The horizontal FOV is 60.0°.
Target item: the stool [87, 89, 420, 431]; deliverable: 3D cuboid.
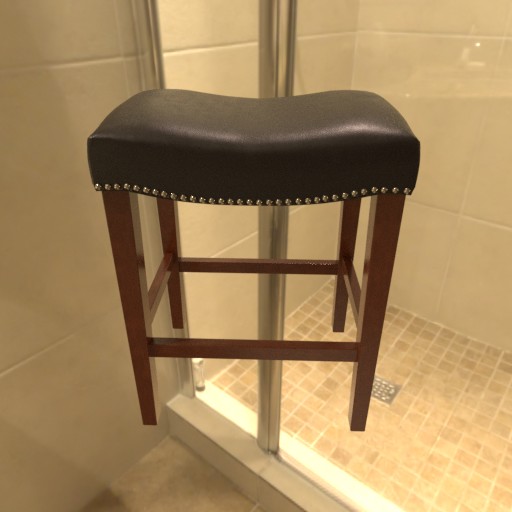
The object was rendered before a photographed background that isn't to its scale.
[{"bbox_3d":[0.000,0.000,0.951,0.504,0.654,0.372,1,30,2],"label":"stool"}]
